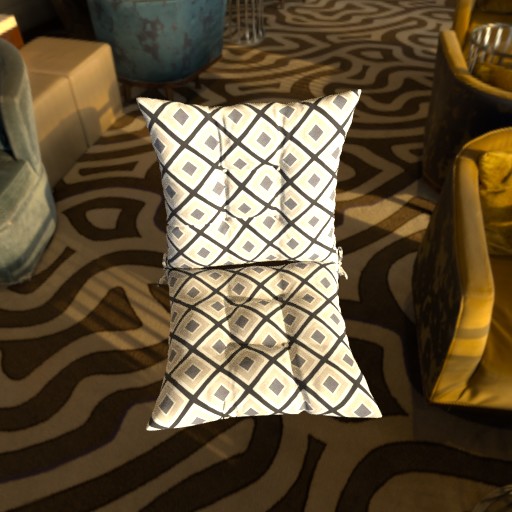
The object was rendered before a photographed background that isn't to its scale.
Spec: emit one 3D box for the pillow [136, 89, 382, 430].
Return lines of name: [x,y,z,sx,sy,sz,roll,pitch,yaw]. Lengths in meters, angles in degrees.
pillow: [0.000,0.000,0.997,0.541,0.536,0.585,-2,44,-3]
